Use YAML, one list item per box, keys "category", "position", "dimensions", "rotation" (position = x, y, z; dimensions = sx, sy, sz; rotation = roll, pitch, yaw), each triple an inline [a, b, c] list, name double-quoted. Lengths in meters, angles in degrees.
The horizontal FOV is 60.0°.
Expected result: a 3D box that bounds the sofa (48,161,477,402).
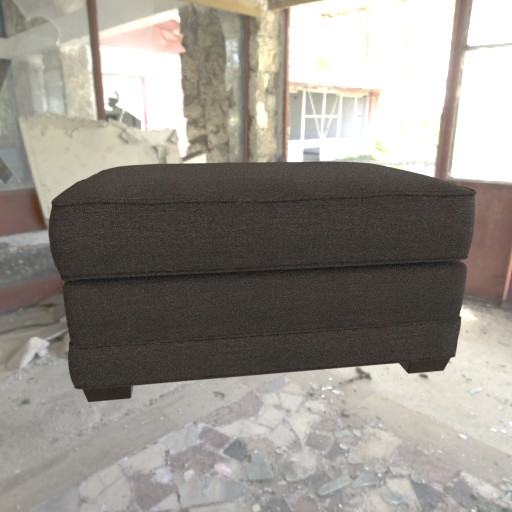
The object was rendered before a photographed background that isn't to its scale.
- category: "sofa"
  position: [0.000, 0.000, 1.157]
  dimensions: [0.854, 0.457, 0.578]
  rotation: [-3, 17, -8]
